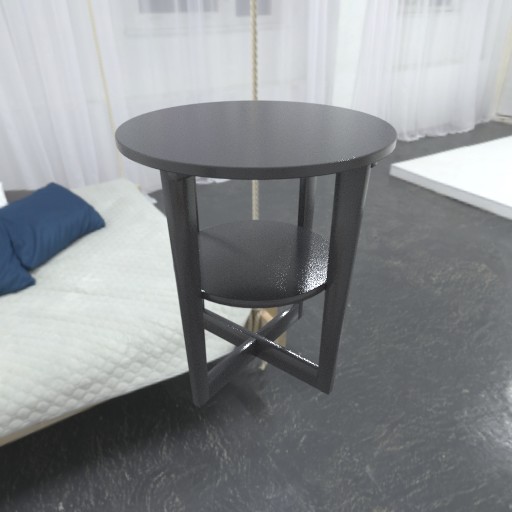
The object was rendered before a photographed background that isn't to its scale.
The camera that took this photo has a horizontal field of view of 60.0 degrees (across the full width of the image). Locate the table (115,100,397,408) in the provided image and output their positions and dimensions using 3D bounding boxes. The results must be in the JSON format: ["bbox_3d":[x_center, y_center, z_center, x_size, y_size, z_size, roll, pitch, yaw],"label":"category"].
[{"bbox_3d":[0.000,0.000,0.946,0.500,0.550,0.500,0,29,0],"label":"table"}]
